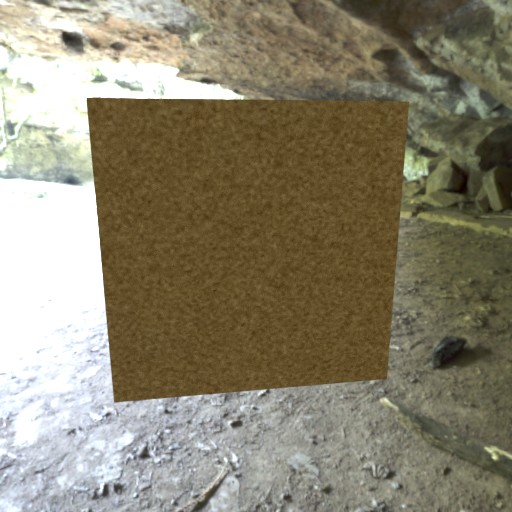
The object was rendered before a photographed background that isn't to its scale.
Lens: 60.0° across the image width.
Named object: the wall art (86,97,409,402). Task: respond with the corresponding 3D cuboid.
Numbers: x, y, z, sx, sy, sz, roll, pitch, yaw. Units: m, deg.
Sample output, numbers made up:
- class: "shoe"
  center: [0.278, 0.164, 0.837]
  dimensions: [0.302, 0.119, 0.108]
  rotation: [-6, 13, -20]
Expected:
- class: "wall art"
  center: [0.000, 0.000, 0.667]
  dimensions: [0.446, 0.445, 0.014]
  rotation: [-2, 15, -9]
